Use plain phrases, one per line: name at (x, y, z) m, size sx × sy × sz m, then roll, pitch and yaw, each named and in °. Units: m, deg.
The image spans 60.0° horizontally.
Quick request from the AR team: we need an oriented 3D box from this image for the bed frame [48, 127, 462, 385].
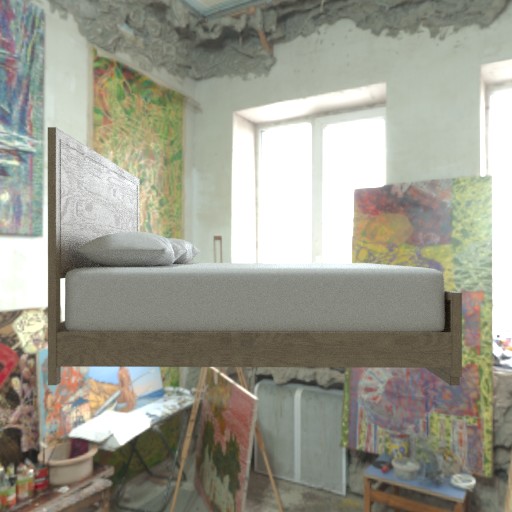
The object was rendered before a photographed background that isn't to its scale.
bed frame at (0.000, 0.000, 3.141) m, size 2.189 × 1.369 × 1.606 m, roll 0°, pitch 0°, yaw 1°
